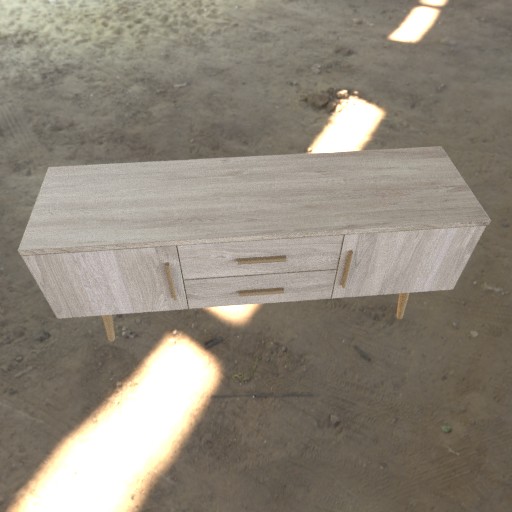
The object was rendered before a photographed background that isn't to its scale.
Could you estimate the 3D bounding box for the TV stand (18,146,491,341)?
[{"bbox_3d":[0.000,0.000,1.555,1.313,0.565,0.401,-4,47,-4],"label":"TV stand"}]
